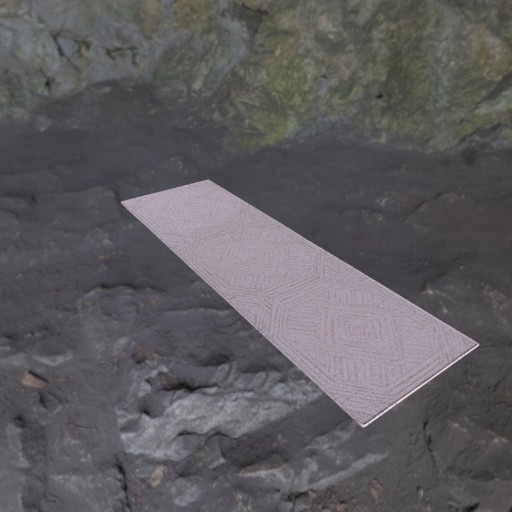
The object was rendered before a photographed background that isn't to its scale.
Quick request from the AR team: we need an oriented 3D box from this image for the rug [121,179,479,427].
[{"bbox_3d":[0.000,0.000,2.691,0.775,0.012,2.452,-20,37,-30],"label":"rug"}]
